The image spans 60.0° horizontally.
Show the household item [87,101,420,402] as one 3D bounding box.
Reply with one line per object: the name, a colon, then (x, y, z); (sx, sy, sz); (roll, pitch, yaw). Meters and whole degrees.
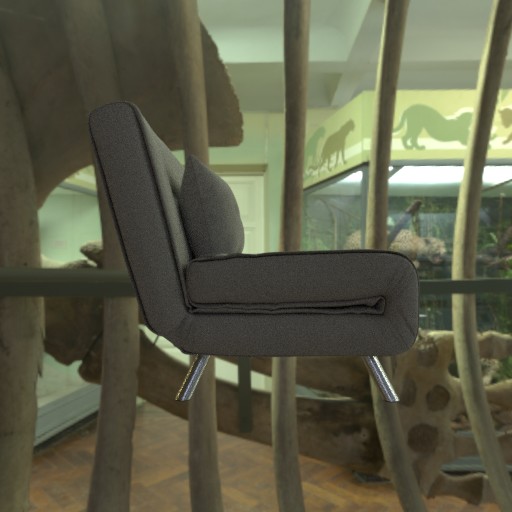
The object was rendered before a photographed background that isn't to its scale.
household item: (0.000, 0.000, 1.628); (0.874, 0.800, 1.000); (0, -1, 1)
